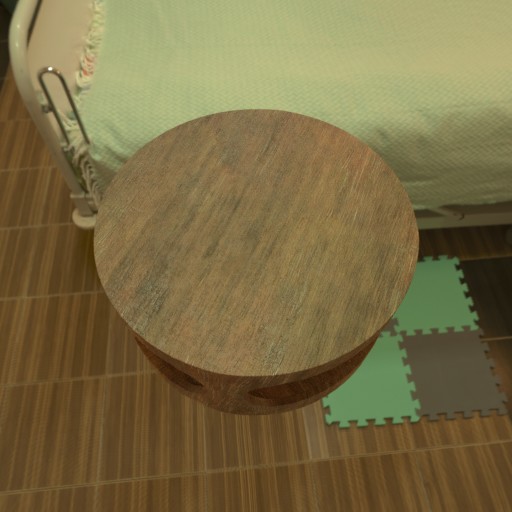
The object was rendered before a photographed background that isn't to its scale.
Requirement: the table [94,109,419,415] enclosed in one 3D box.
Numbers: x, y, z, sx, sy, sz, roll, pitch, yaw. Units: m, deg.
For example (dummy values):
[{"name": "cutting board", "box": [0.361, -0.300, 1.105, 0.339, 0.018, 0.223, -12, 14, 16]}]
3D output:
[{"name": "table", "box": [0.000, 0.000, 1.543, 0.974, 0.450, 0.974, 0, 59, 0]}]
